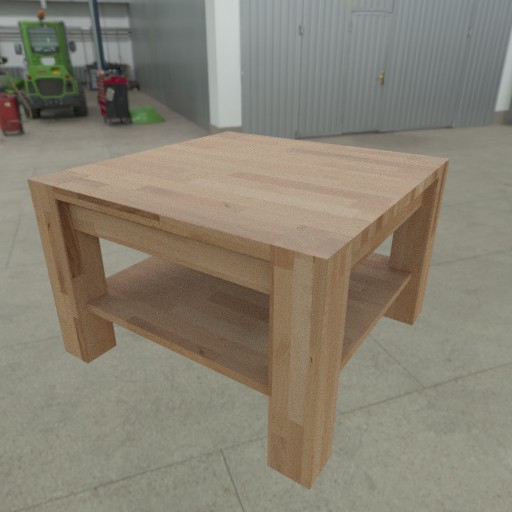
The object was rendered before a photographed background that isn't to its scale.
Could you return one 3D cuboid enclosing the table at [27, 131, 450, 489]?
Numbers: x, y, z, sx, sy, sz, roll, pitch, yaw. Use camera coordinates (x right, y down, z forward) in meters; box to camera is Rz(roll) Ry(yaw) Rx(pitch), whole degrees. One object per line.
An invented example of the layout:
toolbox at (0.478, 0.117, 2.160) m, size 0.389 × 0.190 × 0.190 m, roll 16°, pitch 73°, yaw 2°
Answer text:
table at (0.000, 0.000, 1.121) m, size 0.700 × 0.451 × 0.700 m, roll 16°, pitch 30°, yaw 30°
